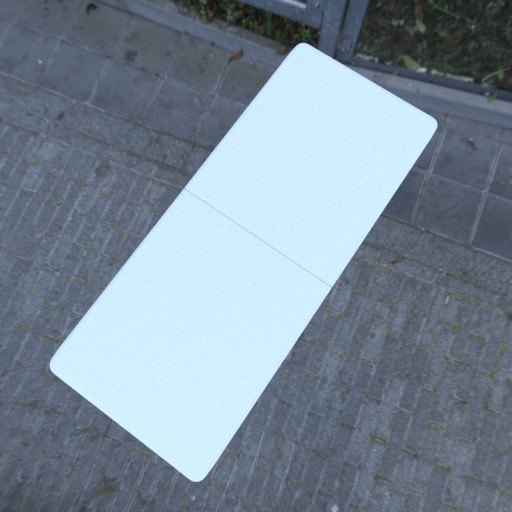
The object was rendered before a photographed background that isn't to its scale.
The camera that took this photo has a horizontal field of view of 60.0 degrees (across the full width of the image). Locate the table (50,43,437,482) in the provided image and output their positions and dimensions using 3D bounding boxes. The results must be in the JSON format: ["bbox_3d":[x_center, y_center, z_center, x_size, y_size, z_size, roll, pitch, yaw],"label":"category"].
[{"bbox_3d":[0.000,0.000,2.217,0.761,0.719,1.829,34,79,8],"label":"table"}]
